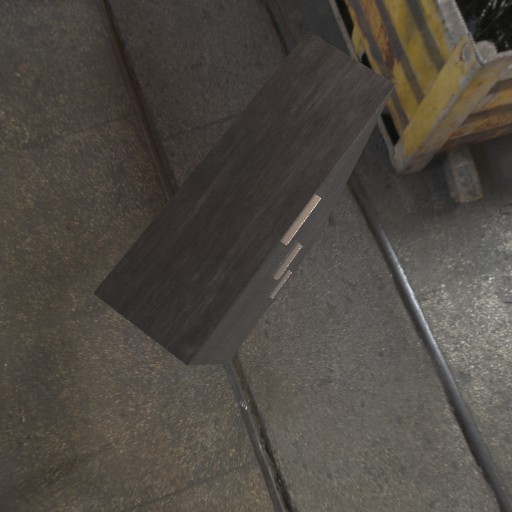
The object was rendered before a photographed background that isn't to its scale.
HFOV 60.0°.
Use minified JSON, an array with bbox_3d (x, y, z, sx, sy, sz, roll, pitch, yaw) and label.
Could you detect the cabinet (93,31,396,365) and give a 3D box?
[{"bbox_3d":[0.000,0.000,1.550,0.250,1.280,0.750,35,79,8],"label":"cabinet"}]
